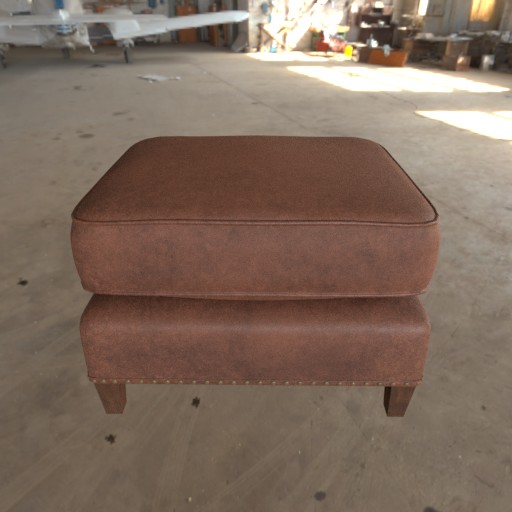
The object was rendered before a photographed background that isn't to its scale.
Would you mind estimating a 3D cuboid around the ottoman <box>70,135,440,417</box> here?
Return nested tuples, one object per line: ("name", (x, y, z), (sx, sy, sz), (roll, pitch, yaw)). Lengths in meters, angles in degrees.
("ottoman", (0.000, 0.000, 1.135), (0.738, 0.537, 0.589), (0, 30, 1))
